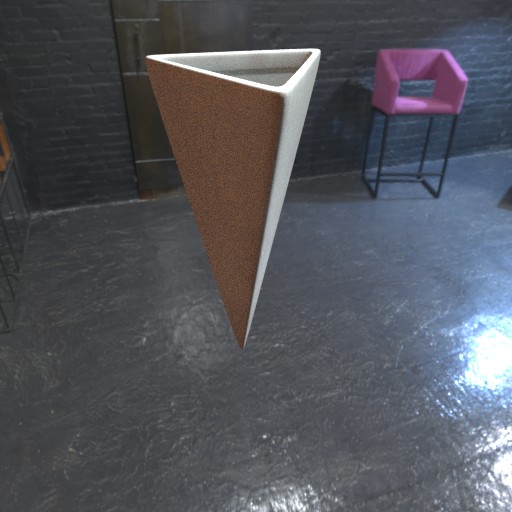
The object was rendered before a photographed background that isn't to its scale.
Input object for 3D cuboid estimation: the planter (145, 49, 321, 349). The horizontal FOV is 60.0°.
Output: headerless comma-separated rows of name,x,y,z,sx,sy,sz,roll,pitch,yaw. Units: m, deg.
planter,0.000,0.000,0.160,0.058,0.130,0.047,-9,33,-15
